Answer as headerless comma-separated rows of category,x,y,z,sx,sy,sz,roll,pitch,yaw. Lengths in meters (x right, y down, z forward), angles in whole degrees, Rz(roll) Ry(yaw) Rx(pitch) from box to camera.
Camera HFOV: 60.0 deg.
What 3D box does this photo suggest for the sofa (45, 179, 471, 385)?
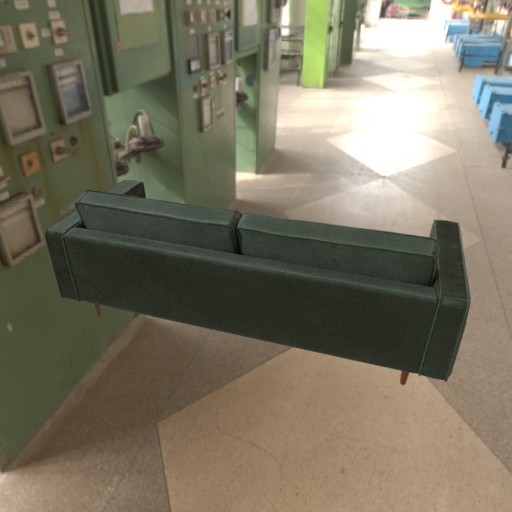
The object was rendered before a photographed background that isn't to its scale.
sofa,0.000,0.000,2.593,2.214,0.781,0.886,9,32,15
